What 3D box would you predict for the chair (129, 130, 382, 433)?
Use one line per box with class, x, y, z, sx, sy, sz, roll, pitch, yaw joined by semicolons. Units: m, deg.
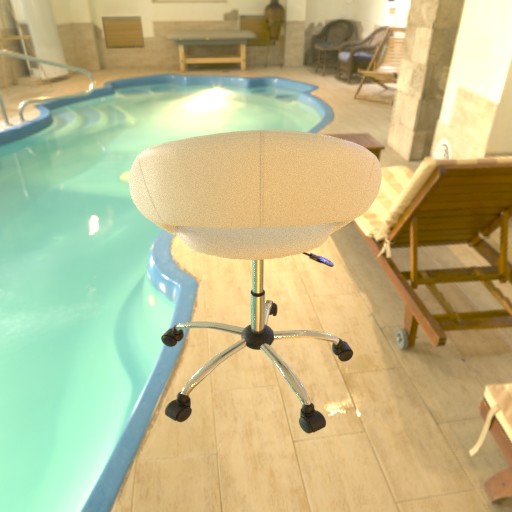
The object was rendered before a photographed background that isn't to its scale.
chair;0.000;0.000;1.179;0.612;0.791;0.538;-1;31;-2
